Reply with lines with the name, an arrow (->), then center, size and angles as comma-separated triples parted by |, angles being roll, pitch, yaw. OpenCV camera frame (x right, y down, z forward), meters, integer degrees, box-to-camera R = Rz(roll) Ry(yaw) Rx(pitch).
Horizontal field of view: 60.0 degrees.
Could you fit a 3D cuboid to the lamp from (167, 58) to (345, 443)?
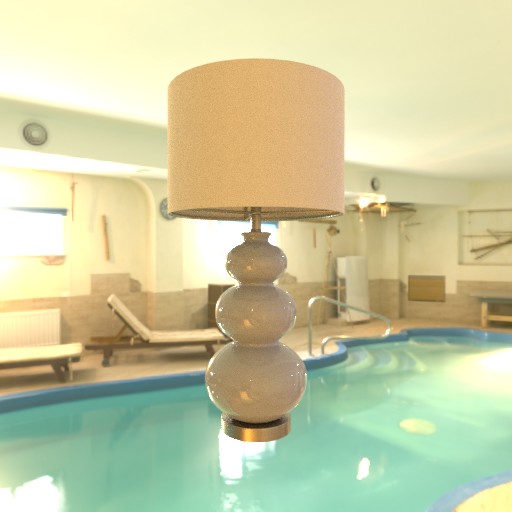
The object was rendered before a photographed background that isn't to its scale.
lamp -> 0.000, 0.000, 0.939 | 0.367, 0.730, 0.367 | 0, 1, 33
